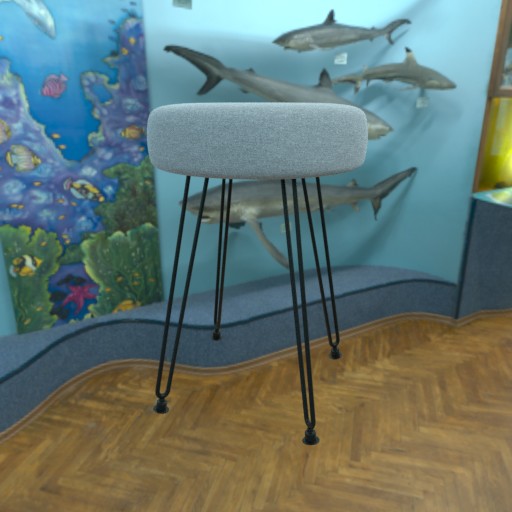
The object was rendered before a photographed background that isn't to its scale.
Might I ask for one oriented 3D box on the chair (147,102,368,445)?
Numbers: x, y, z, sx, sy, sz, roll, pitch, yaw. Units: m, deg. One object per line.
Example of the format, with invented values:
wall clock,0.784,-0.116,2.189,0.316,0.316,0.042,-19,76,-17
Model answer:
chair,0.000,0.000,0.674,0.350,0.440,0.350,-10,21,-26
